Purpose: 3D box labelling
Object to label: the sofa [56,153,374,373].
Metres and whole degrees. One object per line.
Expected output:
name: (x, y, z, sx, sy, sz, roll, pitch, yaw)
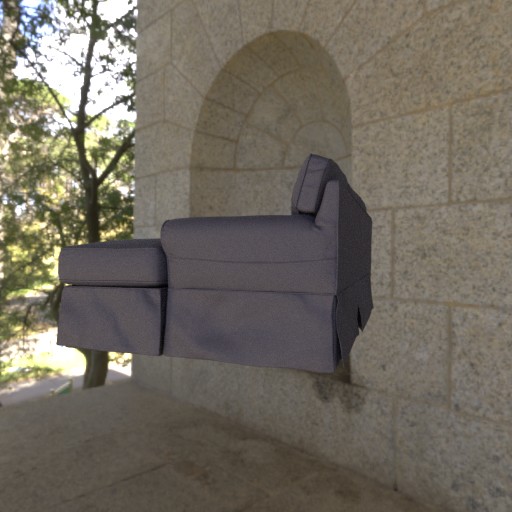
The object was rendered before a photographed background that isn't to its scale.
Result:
sofa: (0.000, 0.000, 3.404, 1.637, 1.039, 2.518, 0, 0, 18)
